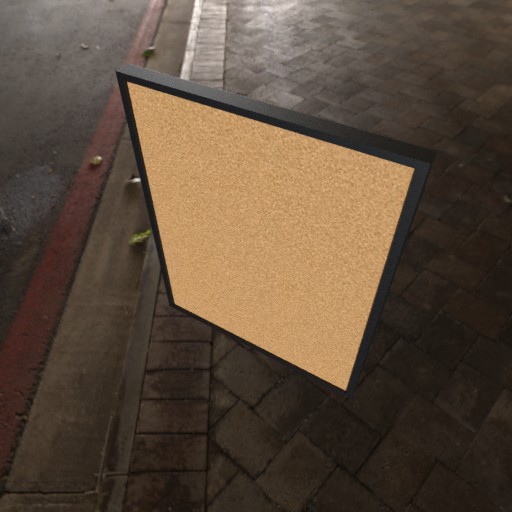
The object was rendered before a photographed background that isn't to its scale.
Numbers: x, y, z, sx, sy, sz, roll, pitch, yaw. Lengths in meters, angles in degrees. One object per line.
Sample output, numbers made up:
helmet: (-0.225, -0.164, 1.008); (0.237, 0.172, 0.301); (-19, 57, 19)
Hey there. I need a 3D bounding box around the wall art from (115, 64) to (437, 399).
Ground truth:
wall art: (0.000, 0.000, 0.773); (0.457, 0.559, 0.029); (23, 51, 21)
